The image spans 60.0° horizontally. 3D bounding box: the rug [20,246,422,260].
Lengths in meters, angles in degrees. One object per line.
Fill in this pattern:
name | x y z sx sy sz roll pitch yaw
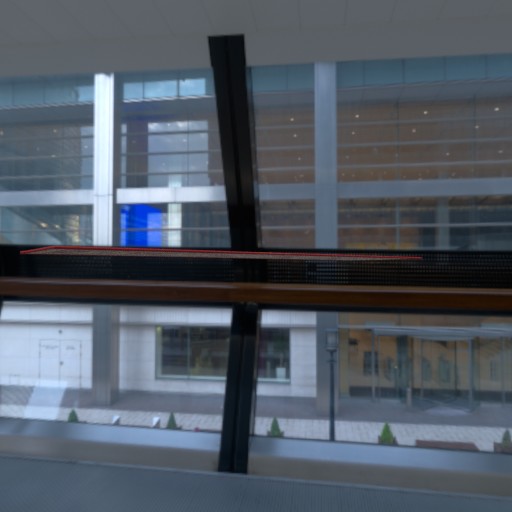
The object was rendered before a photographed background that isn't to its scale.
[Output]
rug | 0.000 0.000 2.518 2.292 0.015 0.659 1 -2 -38
